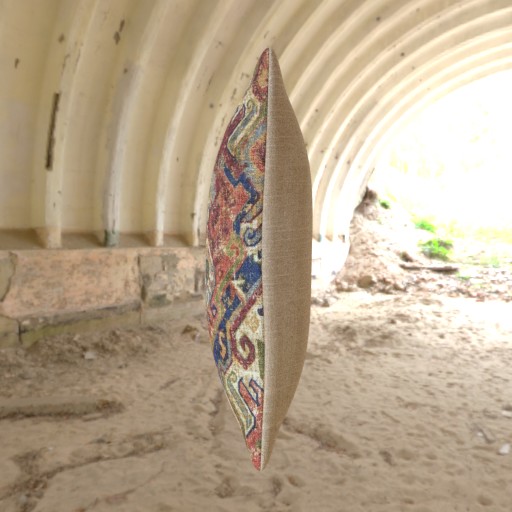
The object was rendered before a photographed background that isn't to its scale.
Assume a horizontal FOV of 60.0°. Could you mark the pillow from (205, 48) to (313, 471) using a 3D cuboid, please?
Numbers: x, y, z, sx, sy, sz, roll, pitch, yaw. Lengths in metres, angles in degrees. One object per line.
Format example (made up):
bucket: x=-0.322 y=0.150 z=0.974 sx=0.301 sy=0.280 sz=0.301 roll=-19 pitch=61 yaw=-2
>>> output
pillow: x=0.000 y=0.000 z=0.784 sx=0.166 sy=0.506 sz=0.523 roll=0 pitch=2 yaw=-2
